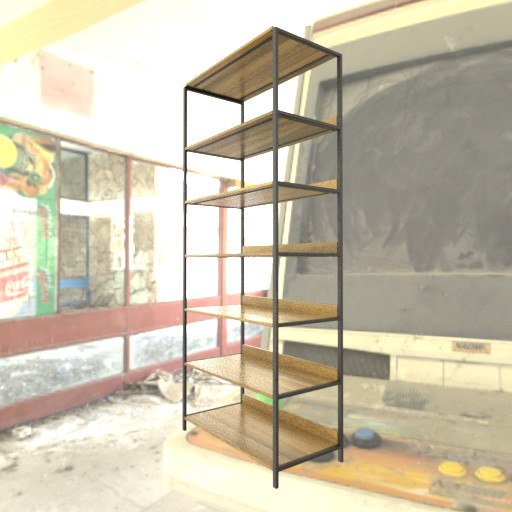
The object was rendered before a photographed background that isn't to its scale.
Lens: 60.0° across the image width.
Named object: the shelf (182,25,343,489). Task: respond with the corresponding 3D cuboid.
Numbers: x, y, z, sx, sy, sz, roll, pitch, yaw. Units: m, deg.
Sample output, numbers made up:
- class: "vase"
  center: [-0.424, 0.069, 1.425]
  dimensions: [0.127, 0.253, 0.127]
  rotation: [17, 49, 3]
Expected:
- class: "shelf"
  center: [0.000, 0.000, 2.384]
  dimensions: [0.431, 2.015, 0.847]
  rotation: [1, -1, -37]
